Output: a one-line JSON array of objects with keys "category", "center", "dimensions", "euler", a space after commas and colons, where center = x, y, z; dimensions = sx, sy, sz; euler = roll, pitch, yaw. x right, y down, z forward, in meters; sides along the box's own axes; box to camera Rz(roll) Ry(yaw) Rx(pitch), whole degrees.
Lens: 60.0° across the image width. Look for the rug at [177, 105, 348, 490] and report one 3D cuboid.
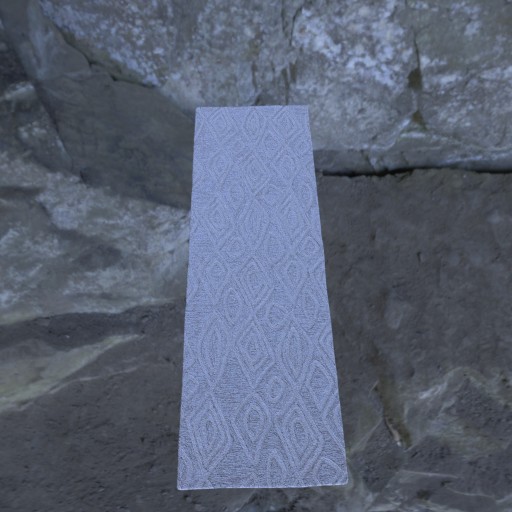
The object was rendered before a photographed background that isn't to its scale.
[{"category": "rug", "center": [0.000, 0.000, 2.622], "dimensions": [0.807, 0.013, 2.436], "euler": [-1, 62, -1]}]
